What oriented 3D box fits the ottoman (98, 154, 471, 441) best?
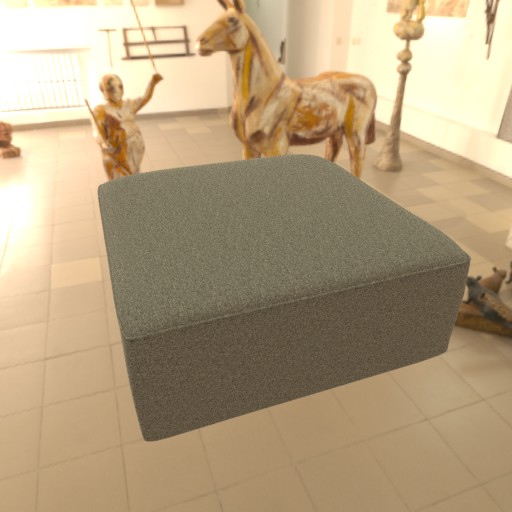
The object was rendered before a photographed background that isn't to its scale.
[{"bbox_3d":[0.000,0.000,1.624,1.015,0.464,1.005,-11,33,-17],"label":"ottoman"}]
